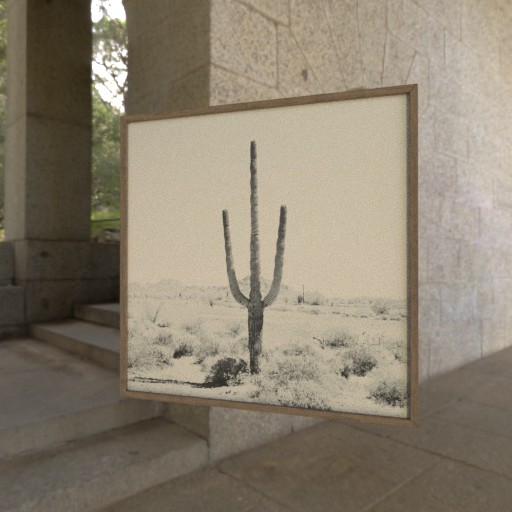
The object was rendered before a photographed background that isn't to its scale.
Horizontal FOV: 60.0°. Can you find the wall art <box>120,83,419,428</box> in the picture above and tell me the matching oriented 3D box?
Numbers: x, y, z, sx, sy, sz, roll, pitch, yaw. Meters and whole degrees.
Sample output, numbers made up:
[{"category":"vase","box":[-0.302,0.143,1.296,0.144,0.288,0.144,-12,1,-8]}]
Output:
[{"category":"wall art","box":[0.000,0.000,1.110,0.762,0.762,0.038,0,0,17]}]
